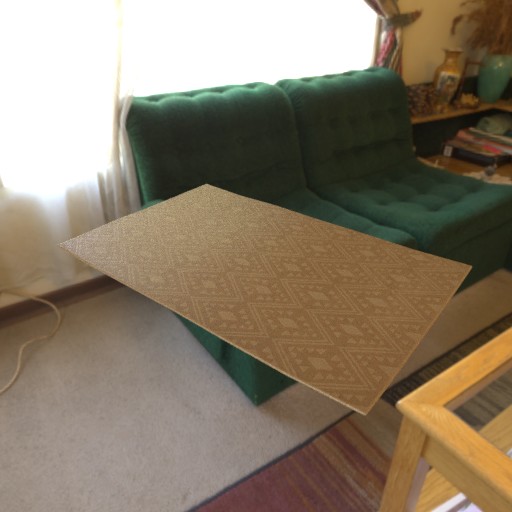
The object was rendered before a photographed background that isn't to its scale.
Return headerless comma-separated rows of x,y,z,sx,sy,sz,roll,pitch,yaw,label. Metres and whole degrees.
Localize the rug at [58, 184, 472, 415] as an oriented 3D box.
0.000,0.000,3.064,2.430,0.053,1.553,22,37,32,rug
